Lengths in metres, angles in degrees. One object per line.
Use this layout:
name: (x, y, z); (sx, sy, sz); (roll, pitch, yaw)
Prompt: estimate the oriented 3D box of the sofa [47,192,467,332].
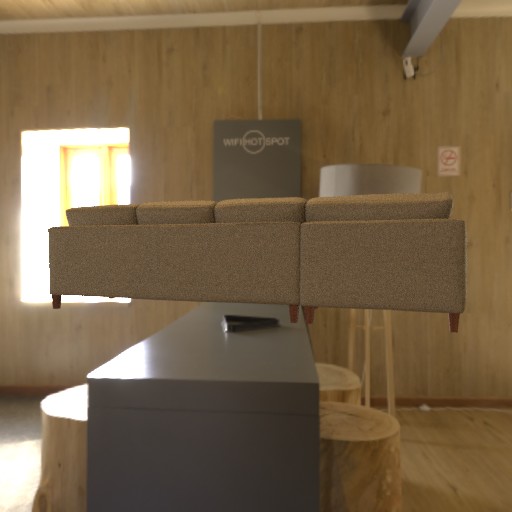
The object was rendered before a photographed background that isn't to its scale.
sofa: (0.000, 0.000, 3.854); (3.201, 0.876, 1.502); (0, 1, 19)
